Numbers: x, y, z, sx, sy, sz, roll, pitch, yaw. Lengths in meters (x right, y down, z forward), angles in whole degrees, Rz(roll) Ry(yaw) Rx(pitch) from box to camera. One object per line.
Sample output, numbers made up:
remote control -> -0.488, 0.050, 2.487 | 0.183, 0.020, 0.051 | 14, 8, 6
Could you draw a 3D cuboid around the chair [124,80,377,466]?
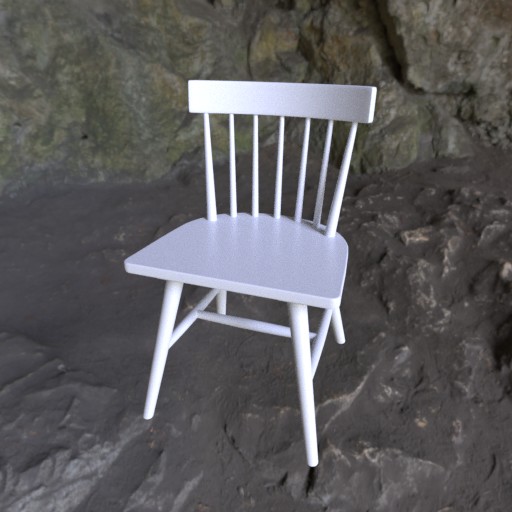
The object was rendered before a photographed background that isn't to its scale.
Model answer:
chair -> 0.000, 0.000, 1.119 | 0.483, 0.787, 0.500 | 9, 28, 17
